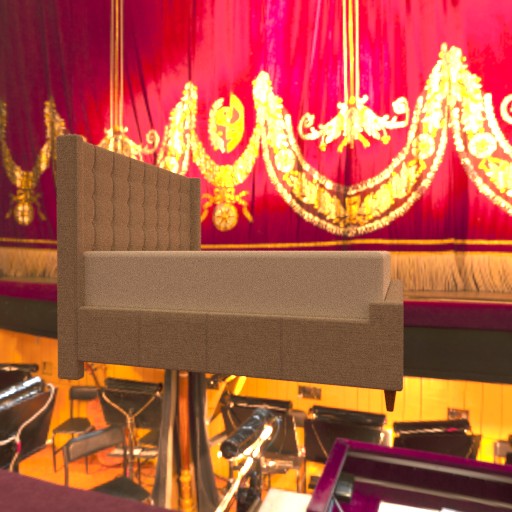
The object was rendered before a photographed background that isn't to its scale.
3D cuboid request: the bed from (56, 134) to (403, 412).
[{"bbox_3d":[0.000,0.000,3.765,2.370,1.743,2.045,0,1,18],"label":"bed"}]
